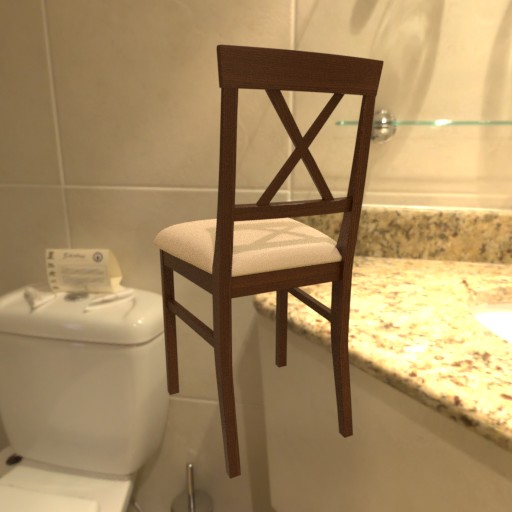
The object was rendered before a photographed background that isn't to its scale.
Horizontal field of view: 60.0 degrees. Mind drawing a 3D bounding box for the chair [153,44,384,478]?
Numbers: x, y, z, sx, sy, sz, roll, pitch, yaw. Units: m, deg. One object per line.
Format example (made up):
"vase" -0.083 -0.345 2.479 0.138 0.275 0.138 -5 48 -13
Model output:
"chair" 0.000 0.000 1.160 0.440 0.913 0.480 -7 16 -25
